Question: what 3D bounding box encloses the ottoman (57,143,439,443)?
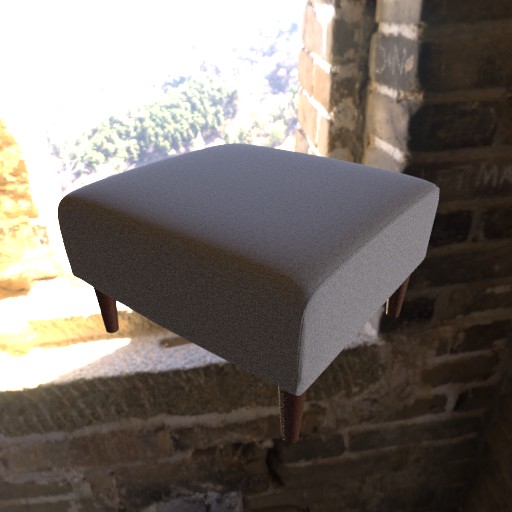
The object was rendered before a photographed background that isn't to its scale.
[{"bbox_3d":[0.000,0.000,1.087,0.655,0.399,0.648,20,34,32],"label":"ottoman"}]
